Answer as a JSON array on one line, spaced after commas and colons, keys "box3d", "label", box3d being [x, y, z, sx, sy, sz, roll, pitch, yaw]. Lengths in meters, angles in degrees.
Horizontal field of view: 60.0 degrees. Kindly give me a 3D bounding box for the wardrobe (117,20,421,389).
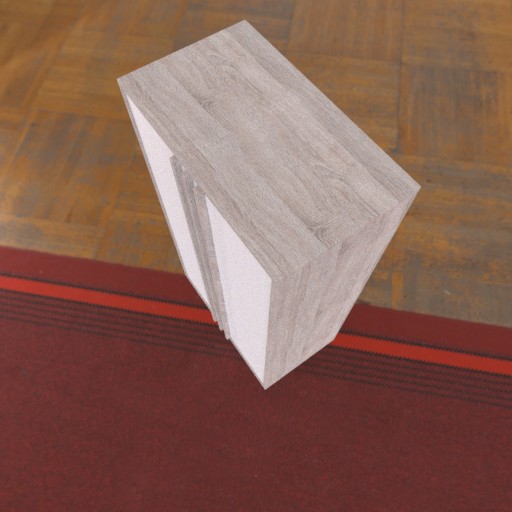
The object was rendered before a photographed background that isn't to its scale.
[{"box3d": [0.000, 0.000, 2.411, 0.600, 1.960, 1.000, -32, 68, -15], "label": "wardrobe"}]
